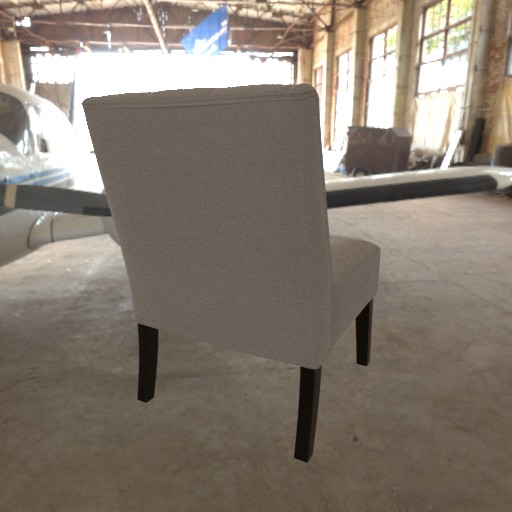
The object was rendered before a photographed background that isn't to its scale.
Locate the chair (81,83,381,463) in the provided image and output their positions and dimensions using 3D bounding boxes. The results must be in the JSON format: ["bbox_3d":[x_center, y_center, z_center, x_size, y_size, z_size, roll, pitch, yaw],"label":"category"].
[{"bbox_3d":[0.000,0.000,1.267,0.569,0.853,0.676,8,17,28],"label":"chair"}]
